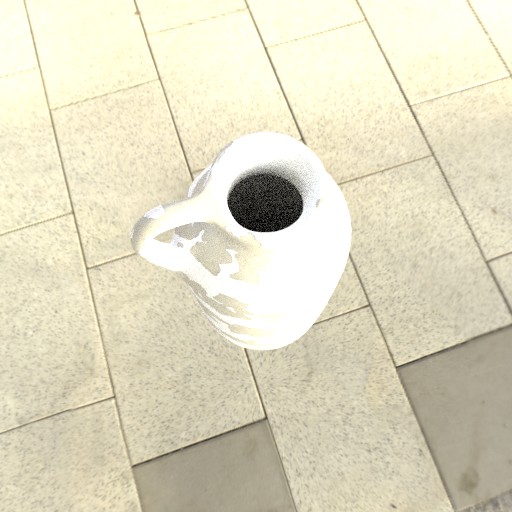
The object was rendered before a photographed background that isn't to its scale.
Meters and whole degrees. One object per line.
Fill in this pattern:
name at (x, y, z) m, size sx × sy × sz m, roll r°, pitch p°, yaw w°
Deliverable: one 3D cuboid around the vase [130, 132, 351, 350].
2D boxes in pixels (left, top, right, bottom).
vase at (0.000, 0.000, 0.492) m, size 0.203 × 0.382 × 0.186 m, roll -20°, pitch 75°, yaw -6°
